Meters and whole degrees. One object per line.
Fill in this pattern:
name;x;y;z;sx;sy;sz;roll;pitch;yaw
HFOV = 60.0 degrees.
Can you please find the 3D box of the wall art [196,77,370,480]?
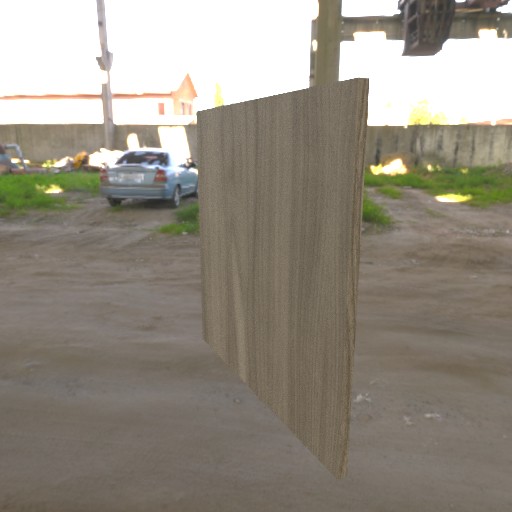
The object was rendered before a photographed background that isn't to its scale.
wall art;0.000;0.000;0.758;0.016;0.507;0.508;-7;15;-27
